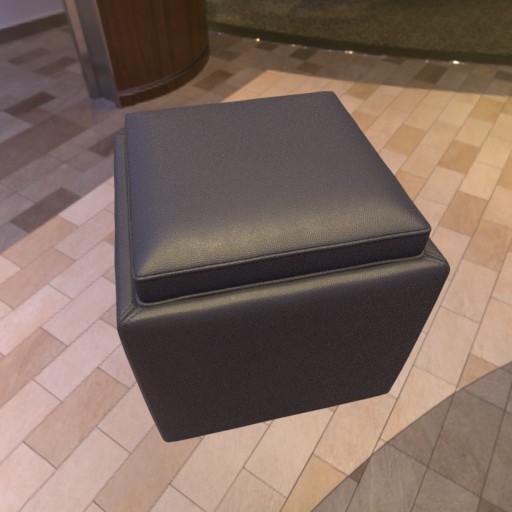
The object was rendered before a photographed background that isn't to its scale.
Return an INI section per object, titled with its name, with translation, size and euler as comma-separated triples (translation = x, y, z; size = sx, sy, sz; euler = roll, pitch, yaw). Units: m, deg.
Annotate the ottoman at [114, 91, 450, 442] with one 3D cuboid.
[ottoman]
translation = 0.000, 0.000, 0.809
size = 0.450, 0.460, 0.451
euler = -9, 48, -9
